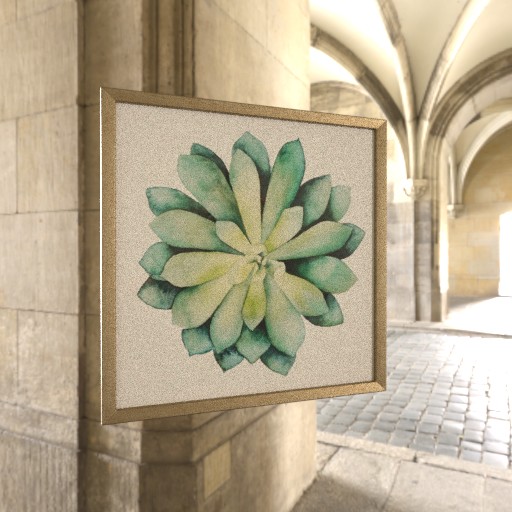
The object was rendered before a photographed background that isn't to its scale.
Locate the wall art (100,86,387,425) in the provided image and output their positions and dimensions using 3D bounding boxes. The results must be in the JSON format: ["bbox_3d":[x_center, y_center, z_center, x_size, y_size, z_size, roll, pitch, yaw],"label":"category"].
[{"bbox_3d":[0.000,0.000,0.763,0.503,0.506,0.040,0,0,-19],"label":"wall art"}]
